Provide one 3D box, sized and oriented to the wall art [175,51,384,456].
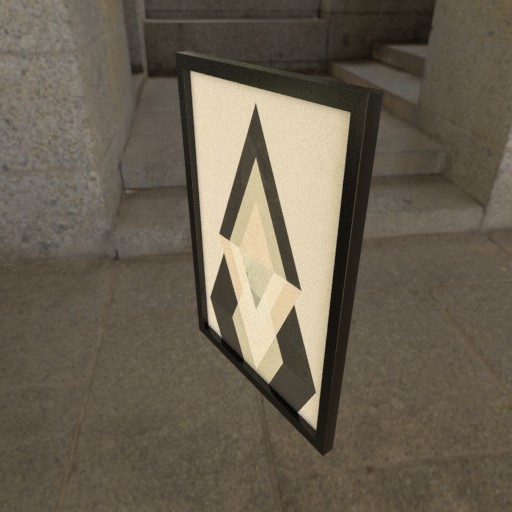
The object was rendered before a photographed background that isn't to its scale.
[{"bbox_3d":[0.000,0.000,0.574,0.019,0.455,0.314,-21,37,-31],"label":"wall art"}]
